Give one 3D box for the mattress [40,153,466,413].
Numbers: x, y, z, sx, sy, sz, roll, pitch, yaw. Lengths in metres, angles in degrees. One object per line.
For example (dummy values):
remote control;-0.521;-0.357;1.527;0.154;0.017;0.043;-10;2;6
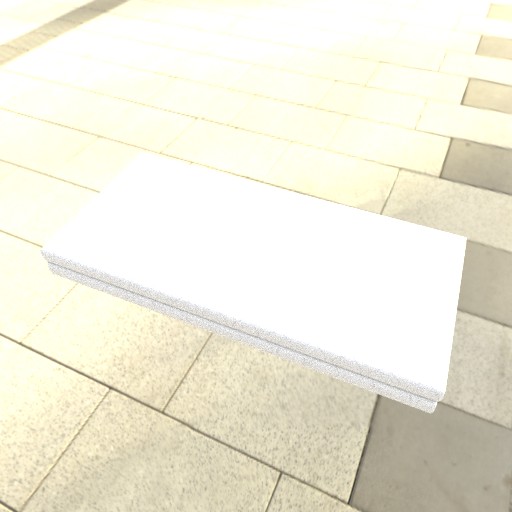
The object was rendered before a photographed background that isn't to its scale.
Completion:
mattress;0.000;0.000;2.231;1.900;0.200;0.900;17;49;15
